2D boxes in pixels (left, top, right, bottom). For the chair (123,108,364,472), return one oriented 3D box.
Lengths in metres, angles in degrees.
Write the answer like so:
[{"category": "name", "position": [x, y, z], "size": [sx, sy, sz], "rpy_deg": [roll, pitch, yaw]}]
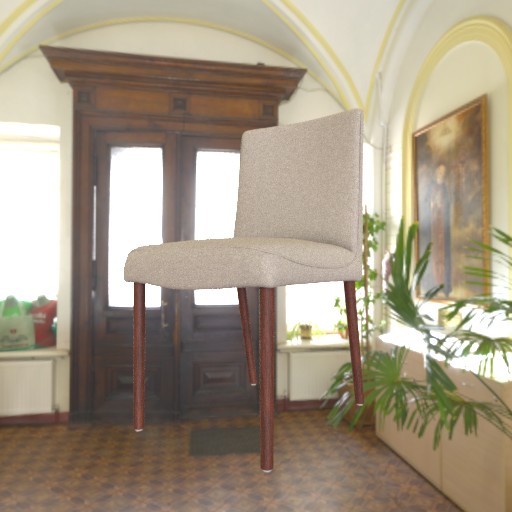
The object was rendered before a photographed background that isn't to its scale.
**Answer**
[{"category": "chair", "position": [0.000, 0.000, 1.184], "size": [0.456, 0.859, 0.570], "rpy_deg": [-1, -1, 34]}]
